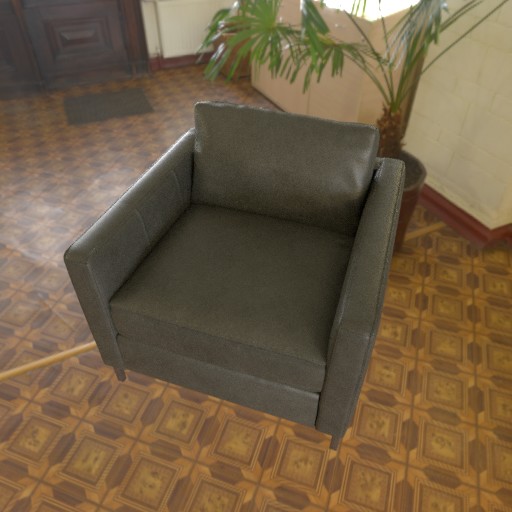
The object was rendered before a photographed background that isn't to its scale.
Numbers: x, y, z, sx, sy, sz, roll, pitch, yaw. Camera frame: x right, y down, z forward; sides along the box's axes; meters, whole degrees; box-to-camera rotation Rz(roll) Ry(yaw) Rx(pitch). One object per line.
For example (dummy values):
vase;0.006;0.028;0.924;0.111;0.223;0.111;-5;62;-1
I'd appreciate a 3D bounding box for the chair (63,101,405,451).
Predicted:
chair;0.000;0.000;1.514;0.967;0.824;0.861;13;43;14
